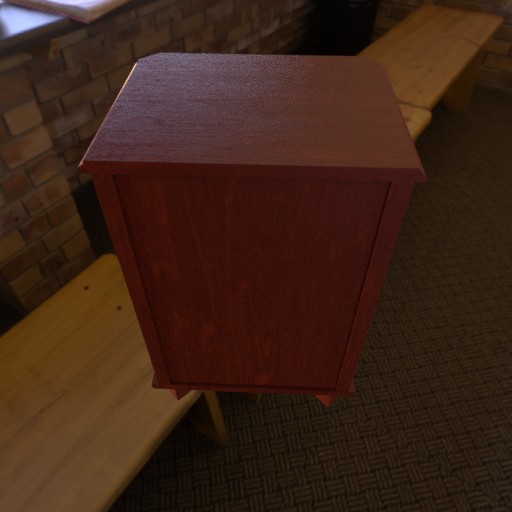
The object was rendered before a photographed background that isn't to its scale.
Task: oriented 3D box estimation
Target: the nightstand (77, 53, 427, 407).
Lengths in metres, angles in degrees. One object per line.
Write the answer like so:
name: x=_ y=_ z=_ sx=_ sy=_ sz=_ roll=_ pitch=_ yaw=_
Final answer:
nightstand: x=0.000 y=0.000 z=0.905 sx=0.435 sy=0.681 sz=0.351 roll=2 pitch=46 yaw=2
